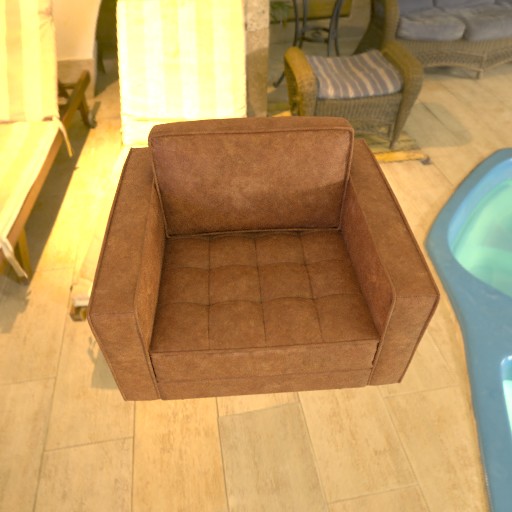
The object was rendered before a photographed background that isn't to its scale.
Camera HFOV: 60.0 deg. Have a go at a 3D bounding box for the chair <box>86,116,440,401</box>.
[{"bbox_3d":[0.000,0.000,1.503,0.928,0.767,0.798,-3,45,-3],"label":"chair"}]
